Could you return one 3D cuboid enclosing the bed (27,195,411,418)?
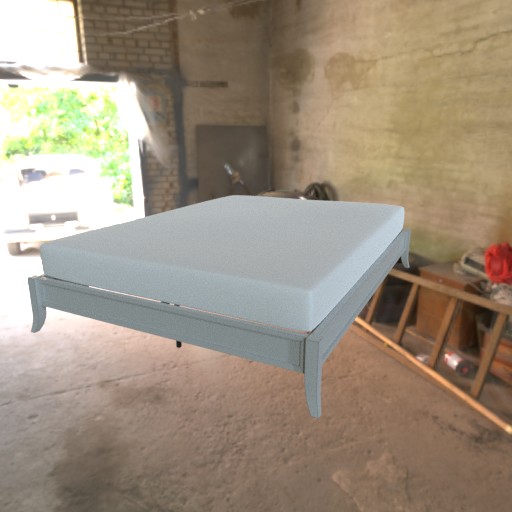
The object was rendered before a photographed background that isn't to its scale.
[{"bbox_3d":[0.000,0.000,2.829,1.604,0.510,2.108,8,18,26],"label":"bed"}]
